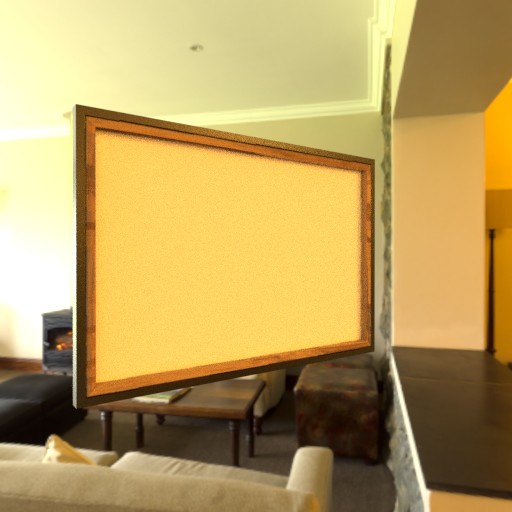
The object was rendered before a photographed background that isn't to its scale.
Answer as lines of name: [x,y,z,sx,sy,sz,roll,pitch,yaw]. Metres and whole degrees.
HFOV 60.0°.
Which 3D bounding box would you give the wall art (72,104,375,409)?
wall art: [0.000,0.000,0.846,0.659,0.446,0.022,0,0,-35]
